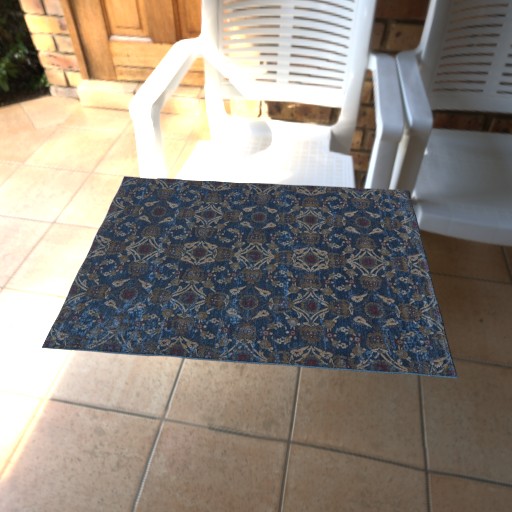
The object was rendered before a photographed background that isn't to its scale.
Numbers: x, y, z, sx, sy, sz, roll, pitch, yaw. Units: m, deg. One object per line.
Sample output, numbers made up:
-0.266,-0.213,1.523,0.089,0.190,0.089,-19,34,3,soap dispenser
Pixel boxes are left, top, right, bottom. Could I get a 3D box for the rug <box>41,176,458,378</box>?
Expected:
0.000,0.000,2.876,2.207,0.014,1.567,3,46,3,rug
